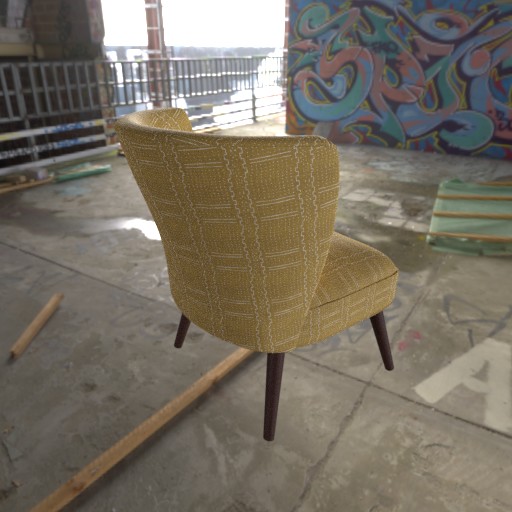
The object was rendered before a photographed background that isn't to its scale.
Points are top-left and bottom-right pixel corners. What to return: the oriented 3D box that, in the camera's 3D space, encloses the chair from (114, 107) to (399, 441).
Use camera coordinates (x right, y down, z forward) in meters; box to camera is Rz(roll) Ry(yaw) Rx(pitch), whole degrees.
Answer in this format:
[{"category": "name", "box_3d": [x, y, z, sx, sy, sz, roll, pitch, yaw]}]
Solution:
[{"category": "chair", "box_3d": [0.000, 0.000, 1.391, 0.758, 0.866, 0.706, -18, 31, -33]}]
